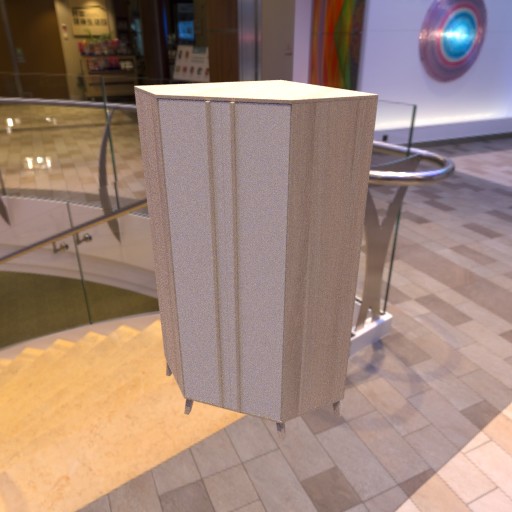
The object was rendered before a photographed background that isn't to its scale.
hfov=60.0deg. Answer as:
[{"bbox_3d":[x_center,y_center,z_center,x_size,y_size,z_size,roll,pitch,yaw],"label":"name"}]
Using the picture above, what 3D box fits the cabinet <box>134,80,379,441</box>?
[{"bbox_3d":[0.000,0.000,2.740,1.272,1.957,0.969,8,27,17],"label":"cabinet"}]
